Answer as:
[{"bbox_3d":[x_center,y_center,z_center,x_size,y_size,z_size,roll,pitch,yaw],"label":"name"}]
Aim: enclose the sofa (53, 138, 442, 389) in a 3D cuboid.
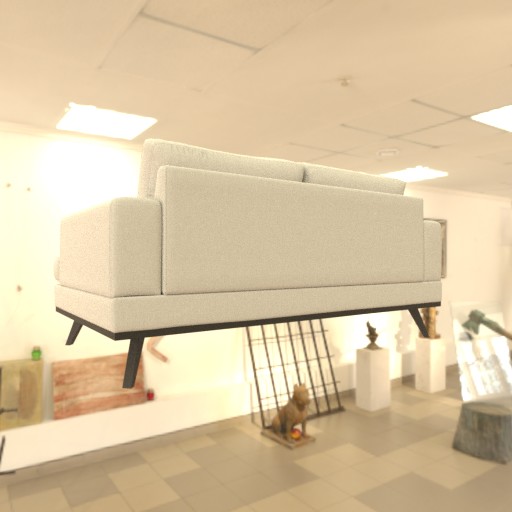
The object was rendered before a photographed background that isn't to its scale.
[{"bbox_3d":[0.000,0.000,2.122,1.650,0.810,0.920,0,0,-35],"label":"sofa"}]
